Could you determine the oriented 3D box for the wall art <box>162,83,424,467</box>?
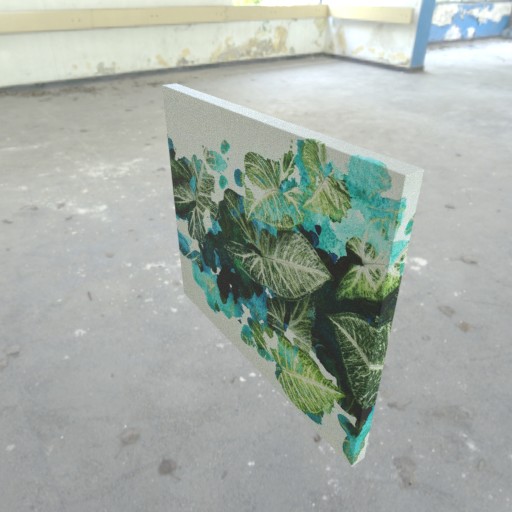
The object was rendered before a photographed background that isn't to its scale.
[{"bbox_3d":[0.000,0.000,0.973,0.043,0.610,0.711,-20,37,-30],"label":"wall art"}]
